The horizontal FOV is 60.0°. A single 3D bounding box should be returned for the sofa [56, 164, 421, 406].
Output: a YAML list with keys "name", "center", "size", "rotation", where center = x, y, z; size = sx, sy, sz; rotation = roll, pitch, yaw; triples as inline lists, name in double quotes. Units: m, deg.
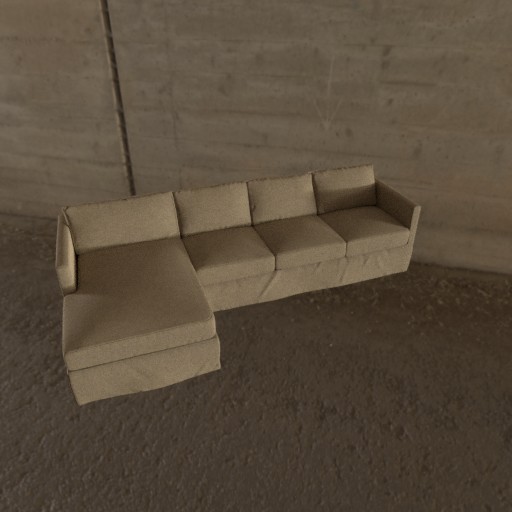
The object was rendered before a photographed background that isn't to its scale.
- name: "sofa"
  center: [0.000, 0.000, 3.868]
  size: [3.198, 0.920, 1.638]
  rotation: [-10, 33, -17]
